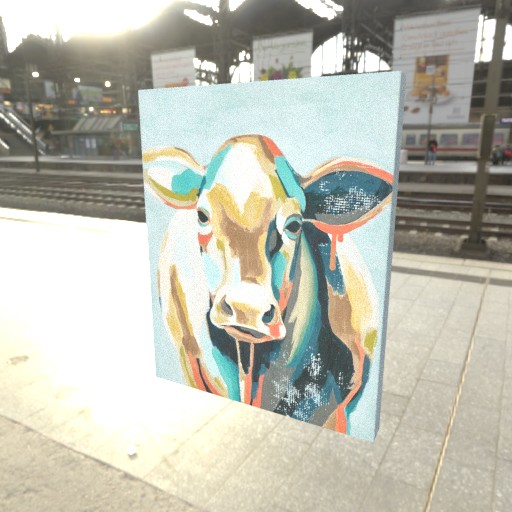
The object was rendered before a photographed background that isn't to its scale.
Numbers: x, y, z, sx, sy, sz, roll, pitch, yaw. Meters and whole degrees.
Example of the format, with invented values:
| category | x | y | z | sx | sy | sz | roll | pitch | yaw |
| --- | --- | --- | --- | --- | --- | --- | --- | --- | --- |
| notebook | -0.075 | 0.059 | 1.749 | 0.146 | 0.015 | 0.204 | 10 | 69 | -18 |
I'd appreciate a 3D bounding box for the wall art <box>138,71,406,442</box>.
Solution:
| category | x | y | z | sx | sy | sz | roll | pitch | yaw |
| --- | --- | --- | --- | --- | --- | --- | --- | --- | --- |
| wall art | 0.000 | 0.000 | 0.696 | 0.409 | 0.509 | 0.037 | 7 | 16 | 27 |
